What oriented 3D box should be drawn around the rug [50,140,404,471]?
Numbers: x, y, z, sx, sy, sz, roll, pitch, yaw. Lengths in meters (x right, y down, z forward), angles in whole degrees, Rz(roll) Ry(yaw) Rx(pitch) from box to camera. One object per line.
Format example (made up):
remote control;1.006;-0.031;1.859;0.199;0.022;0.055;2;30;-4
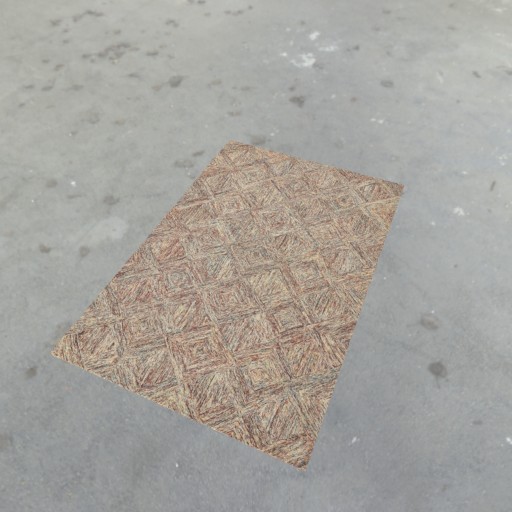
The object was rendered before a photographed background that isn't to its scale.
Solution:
rug;0.000;0.000;2.979;1.523;0.019;2.285;18;51;16
